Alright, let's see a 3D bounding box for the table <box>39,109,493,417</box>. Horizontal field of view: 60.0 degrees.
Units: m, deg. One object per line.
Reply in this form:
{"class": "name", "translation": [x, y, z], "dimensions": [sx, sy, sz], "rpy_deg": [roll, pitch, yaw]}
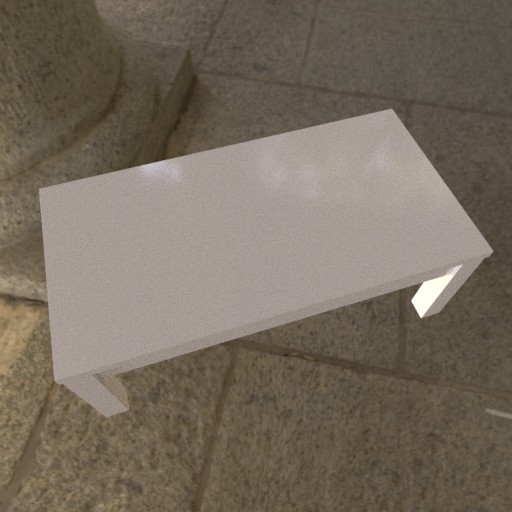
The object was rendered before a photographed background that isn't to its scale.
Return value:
{"class": "table", "translation": [0.000, 0.000, 1.664], "dimensions": [1.350, 0.470, 0.700], "rpy_deg": [-15, 59, -9]}
